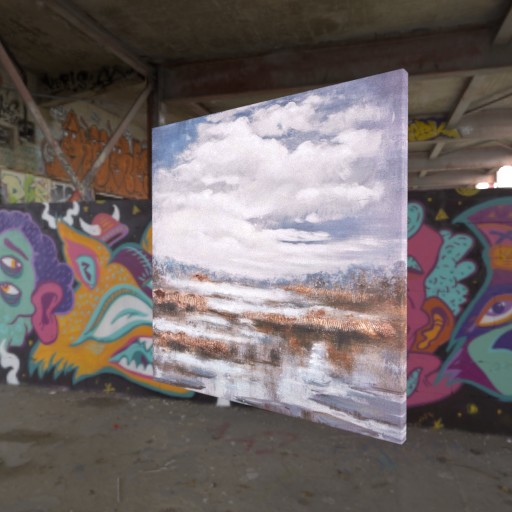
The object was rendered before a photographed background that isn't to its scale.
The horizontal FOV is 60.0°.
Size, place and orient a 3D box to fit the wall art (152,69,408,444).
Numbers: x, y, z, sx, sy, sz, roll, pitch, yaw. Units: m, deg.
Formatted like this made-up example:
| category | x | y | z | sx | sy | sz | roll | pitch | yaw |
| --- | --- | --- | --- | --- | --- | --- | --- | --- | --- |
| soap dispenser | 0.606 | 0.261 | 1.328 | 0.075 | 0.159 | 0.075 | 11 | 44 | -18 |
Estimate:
| category | x | y | z | sx | sy | sz | roll | pitch | yaw |
| --- | --- | --- | --- | --- | --- | --- | --- | --- | --- |
| wall art | 0.000 | 0.000 | 1.328 | 0.888 | 0.897 | 0.035 | 1 | 1 | 36 |
